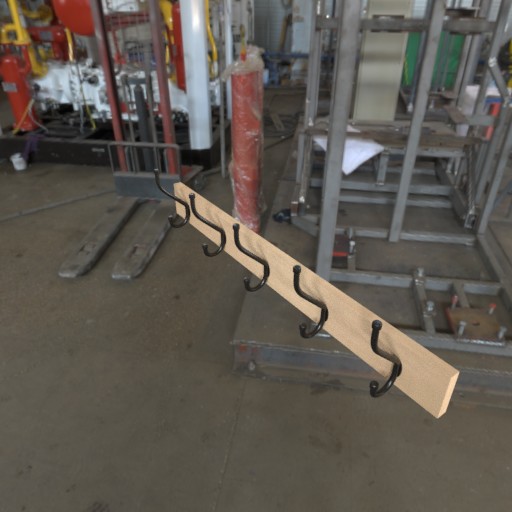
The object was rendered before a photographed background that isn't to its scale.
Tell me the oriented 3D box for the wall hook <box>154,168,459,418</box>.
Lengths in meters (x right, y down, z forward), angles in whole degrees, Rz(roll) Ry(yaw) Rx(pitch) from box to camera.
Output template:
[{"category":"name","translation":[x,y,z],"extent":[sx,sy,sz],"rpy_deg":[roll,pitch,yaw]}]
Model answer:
[{"category":"wall hook","translation":[0.000,0.000,0.606],"extent":[0.071,0.117,0.571],"rpy_deg":[-21,38,-30]}]
